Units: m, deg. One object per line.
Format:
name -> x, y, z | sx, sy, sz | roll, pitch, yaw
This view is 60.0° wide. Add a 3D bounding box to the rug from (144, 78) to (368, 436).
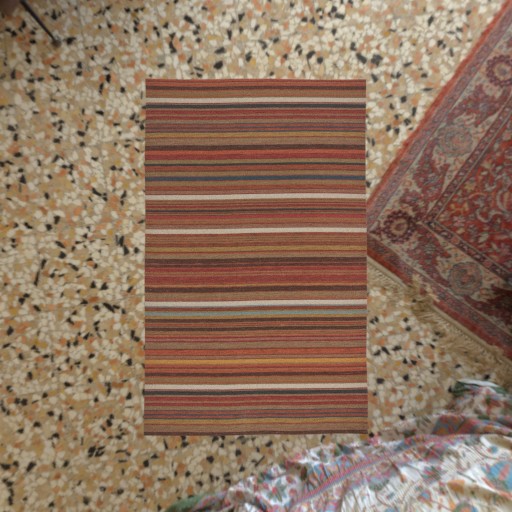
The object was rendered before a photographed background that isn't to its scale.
rug -> 0.000, 0.000, 3.027 | 1.523, 0.008, 2.438 | 0, 89, 0
